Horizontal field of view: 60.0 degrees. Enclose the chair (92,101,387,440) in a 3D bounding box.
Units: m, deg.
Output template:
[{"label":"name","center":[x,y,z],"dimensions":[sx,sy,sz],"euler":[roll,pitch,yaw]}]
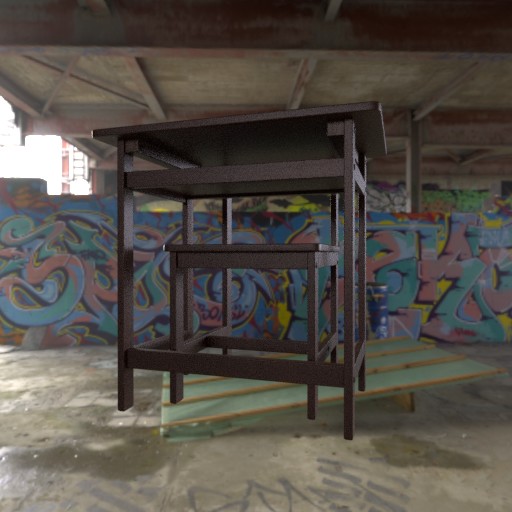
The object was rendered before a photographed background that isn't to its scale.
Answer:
[{"label":"chair","center":[0.000,0.000,1.075],"dimensions":[0.599,0.673,0.463],"euler":[0,0,18]}]
